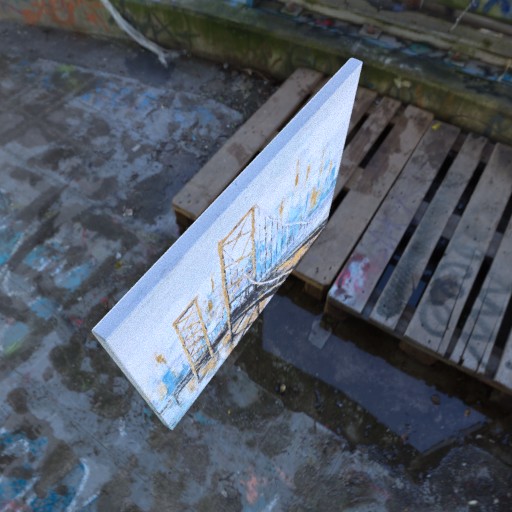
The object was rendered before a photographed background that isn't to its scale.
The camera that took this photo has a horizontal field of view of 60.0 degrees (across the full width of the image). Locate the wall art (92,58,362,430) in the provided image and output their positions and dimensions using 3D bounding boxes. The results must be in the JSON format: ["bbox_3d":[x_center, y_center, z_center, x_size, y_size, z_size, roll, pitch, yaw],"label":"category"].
[{"bbox_3d":[0.000,0.000,1.350,0.038,0.762,1.016,30,62,18],"label":"wall art"}]
